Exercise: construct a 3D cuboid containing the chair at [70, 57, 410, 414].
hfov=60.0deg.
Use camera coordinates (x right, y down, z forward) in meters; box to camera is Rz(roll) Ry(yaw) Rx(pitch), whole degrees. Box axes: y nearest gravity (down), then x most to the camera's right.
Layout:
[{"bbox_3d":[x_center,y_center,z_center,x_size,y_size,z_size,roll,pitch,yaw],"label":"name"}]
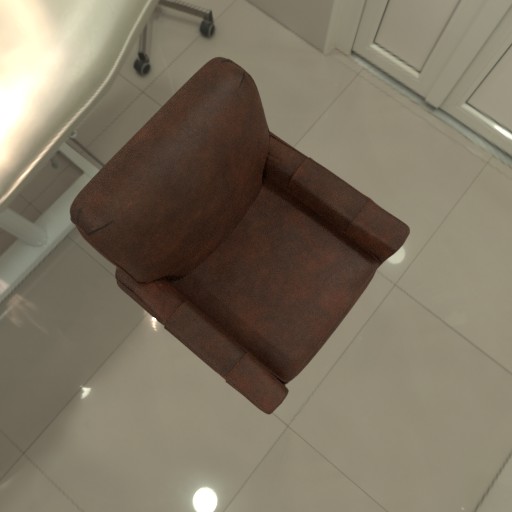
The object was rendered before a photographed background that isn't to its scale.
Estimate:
[{"bbox_3d":[0.000,0.000,1.693,0.836,1.043,0.843,38,79,9],"label":"chair"}]
